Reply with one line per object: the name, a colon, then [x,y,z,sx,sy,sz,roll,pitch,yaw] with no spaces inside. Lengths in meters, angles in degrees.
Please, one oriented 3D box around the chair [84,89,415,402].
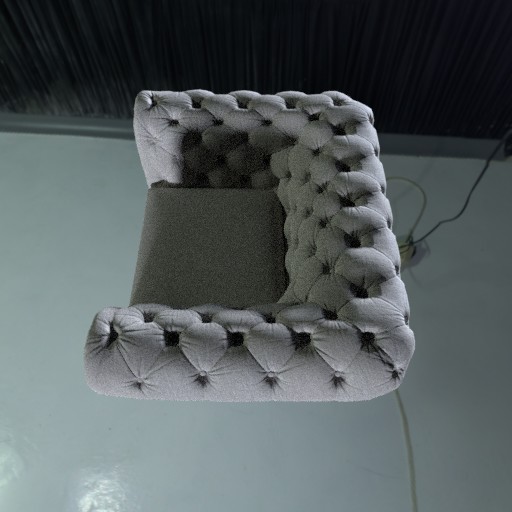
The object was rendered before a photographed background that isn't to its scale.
chair: [0.000,0.000,1.829,0.976,0.770,1.270,0,60,0]
